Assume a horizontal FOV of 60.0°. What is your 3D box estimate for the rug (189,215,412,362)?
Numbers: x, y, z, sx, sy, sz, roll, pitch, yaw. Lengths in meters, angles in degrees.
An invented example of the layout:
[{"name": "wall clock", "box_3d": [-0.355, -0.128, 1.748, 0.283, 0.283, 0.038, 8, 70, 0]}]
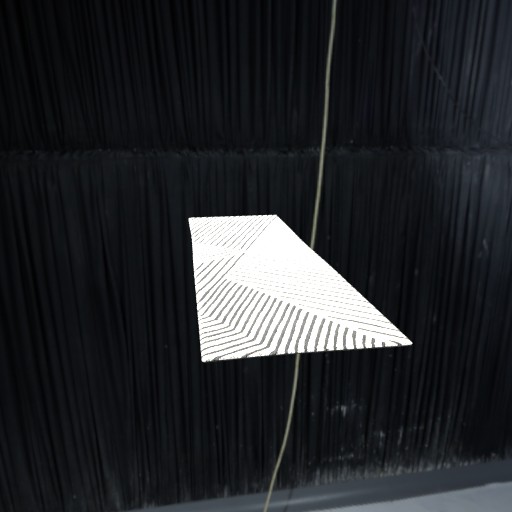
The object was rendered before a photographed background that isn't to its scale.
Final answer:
[{"name": "rug", "box_3d": [0.000, 0.000, 2.723, 0.773, 0.020, 2.439, -3, 17, -9]}]
